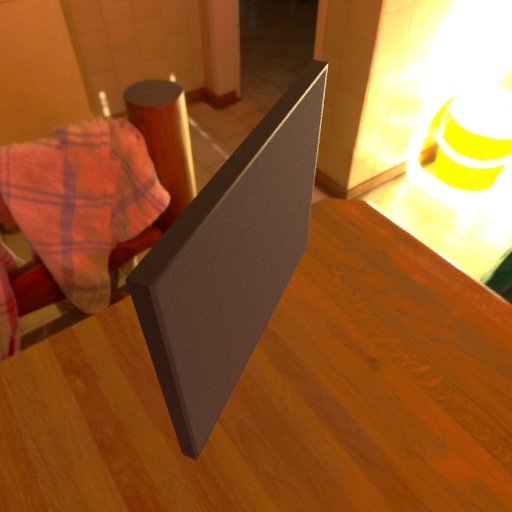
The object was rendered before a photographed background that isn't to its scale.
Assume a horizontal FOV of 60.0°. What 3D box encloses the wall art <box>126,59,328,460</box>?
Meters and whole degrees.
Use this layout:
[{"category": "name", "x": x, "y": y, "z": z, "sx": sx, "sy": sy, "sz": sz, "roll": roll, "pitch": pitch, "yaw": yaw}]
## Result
[{"category": "wall art", "x": 0.000, "y": 0.000, "z": 0.765, "sx": 0.029, "sy": 0.458, "sz": 0.559, "roll": 18, "pitch": 49, "yaw": 16}]
